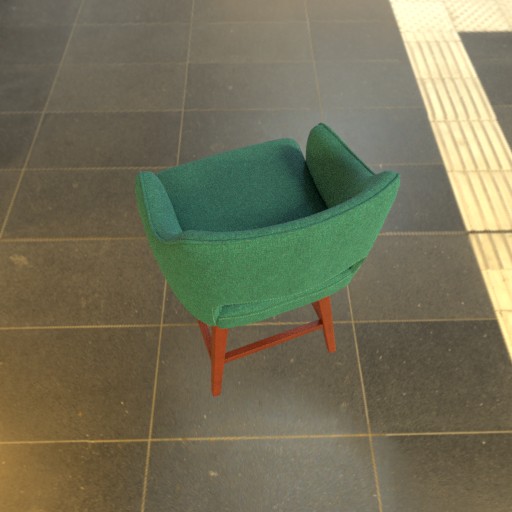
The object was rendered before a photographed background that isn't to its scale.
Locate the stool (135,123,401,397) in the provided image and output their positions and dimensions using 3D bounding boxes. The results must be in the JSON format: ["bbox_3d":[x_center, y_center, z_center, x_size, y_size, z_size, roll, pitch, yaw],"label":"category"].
[{"bbox_3d":[0.000,0.000,1.284,0.548,0.961,0.556,-18,59,-11],"label":"stool"}]
